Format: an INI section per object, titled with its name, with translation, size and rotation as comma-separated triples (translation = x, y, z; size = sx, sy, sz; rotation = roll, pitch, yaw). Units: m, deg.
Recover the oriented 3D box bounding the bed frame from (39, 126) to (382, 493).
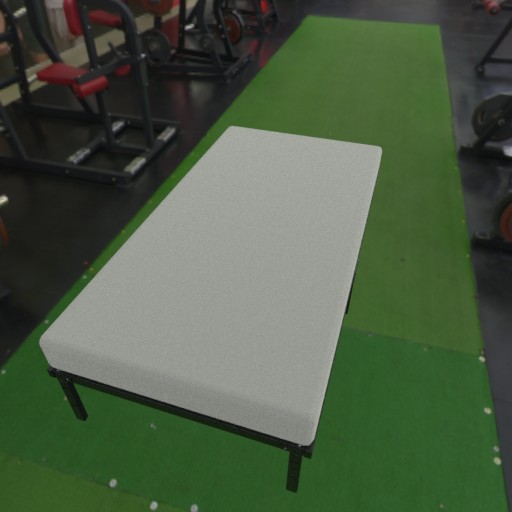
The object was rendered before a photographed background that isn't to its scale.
[bed frame]
translation = 0.000, 0.000, 3.114
size = 1.393, 0.680, 2.635
rotation = 12, 41, 14
